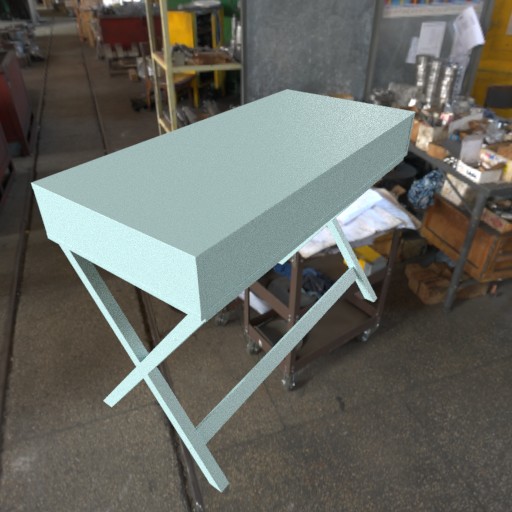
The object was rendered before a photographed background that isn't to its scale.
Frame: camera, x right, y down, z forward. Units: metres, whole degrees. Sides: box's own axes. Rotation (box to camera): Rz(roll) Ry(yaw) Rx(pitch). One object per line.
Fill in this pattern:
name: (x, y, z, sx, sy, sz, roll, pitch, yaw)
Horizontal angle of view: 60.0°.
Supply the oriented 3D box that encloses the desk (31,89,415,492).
desk: (0.000, 0.000, 1.453, 0.525, 0.780, 1.057, 22, 40, 29)
